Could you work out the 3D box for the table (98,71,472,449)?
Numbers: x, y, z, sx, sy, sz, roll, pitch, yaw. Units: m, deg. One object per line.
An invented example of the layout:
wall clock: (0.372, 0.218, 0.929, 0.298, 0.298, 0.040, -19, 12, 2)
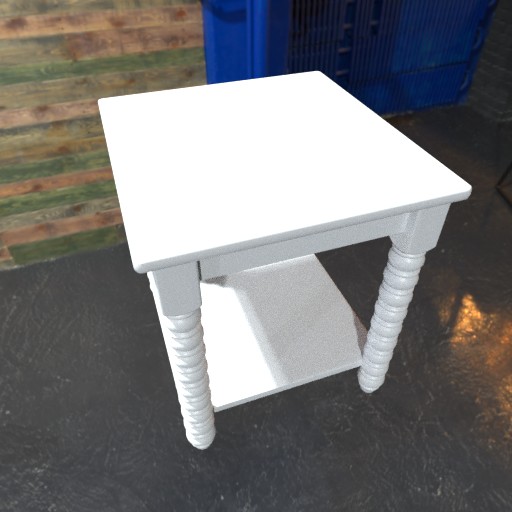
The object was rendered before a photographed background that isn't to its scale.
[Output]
table: (0.000, 0.000, 0.966, 0.500, 0.563, 0.533, -13, 43, -14)
